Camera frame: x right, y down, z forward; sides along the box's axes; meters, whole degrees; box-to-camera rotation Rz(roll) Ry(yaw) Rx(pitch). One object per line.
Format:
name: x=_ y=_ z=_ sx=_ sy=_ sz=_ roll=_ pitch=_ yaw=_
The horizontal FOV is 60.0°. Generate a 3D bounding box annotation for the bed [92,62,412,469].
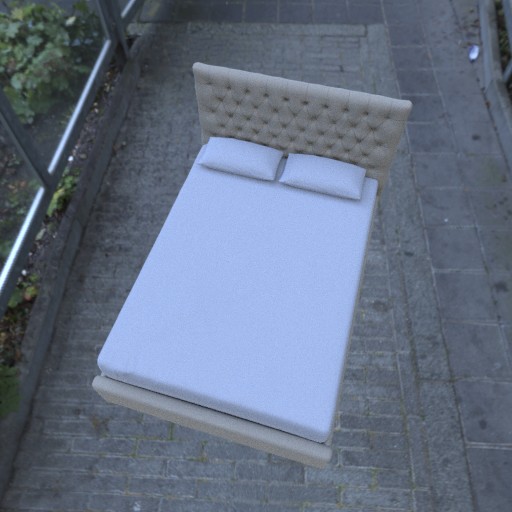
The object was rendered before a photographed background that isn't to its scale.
bed: x=0.000 y=0.000 z=3.317 sx=1.698 sy=1.427 sz=2.387 roll=14 pitch=58 yaw=9
